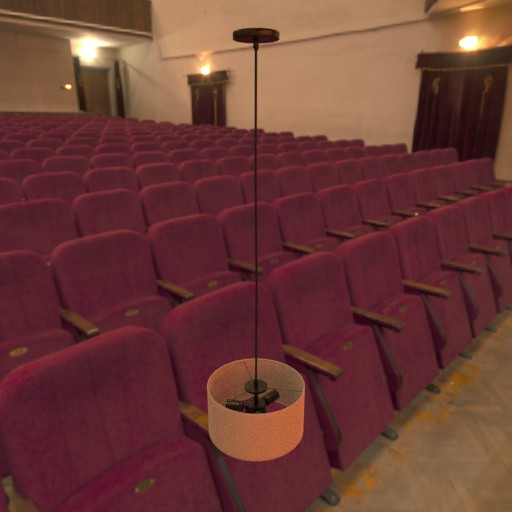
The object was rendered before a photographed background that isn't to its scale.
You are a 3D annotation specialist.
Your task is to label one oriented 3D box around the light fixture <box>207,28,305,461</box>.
[{"bbox_3d":[0.000,0.000,1.658,0.399,1.516,0.399,0,17,0],"label":"light fixture"}]
